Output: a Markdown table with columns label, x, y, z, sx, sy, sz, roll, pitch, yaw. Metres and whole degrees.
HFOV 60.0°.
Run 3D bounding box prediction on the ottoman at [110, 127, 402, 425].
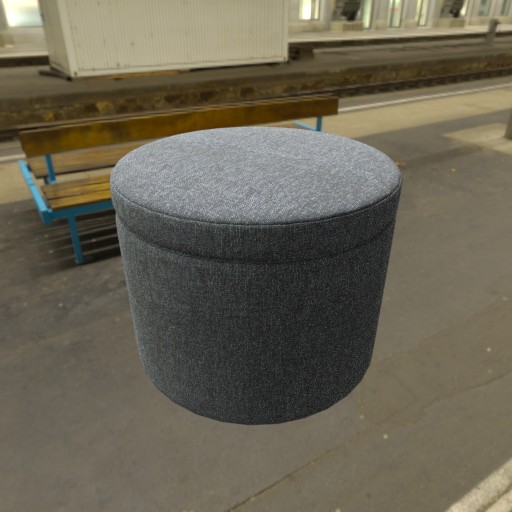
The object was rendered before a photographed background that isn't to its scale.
| label | x | y | z | sx | sy | sz | roll | pitch | yaw |
| --- | --- | --- | --- | --- | --- | --- | --- | --- | --- |
| ottoman | 0.000 | 0.000 | 0.874 | 0.500 | 0.419 | 0.500 | 0 | 30 | 0 |
